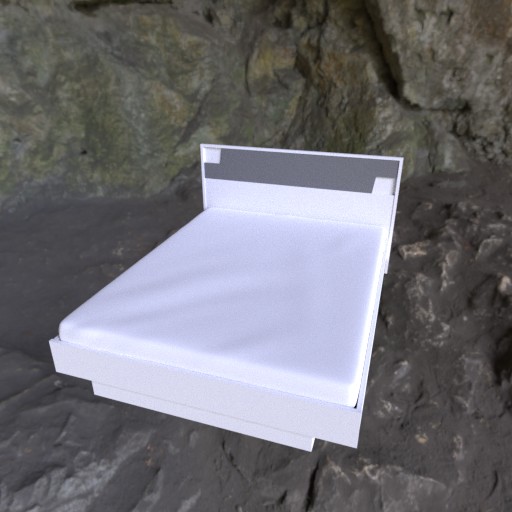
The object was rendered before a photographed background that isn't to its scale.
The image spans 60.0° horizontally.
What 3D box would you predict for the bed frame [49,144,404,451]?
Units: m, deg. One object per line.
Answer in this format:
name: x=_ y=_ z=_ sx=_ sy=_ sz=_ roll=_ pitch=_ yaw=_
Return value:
bed frame: x=0.000 y=0.000 z=2.992 sx=1.711 sy=1.001 sz=2.100 roll=8 pitch=27 yaw=17
